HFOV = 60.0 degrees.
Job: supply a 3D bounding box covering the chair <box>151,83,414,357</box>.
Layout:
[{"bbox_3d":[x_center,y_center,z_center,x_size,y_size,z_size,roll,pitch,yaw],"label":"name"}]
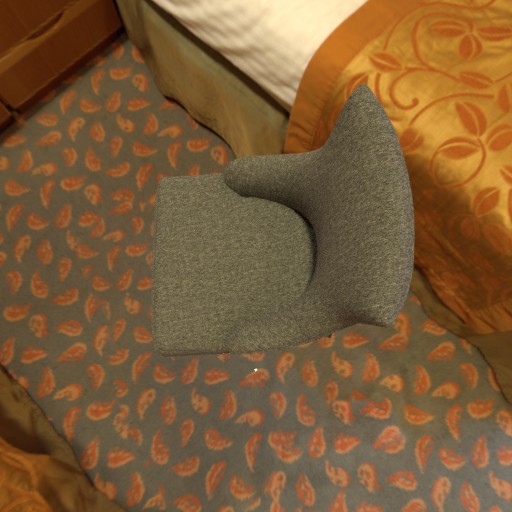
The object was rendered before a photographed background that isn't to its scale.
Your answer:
[{"bbox_3d":[0.000,0.000,1.300,0.629,0.909,0.566,-2,76,0],"label":"chair"}]
